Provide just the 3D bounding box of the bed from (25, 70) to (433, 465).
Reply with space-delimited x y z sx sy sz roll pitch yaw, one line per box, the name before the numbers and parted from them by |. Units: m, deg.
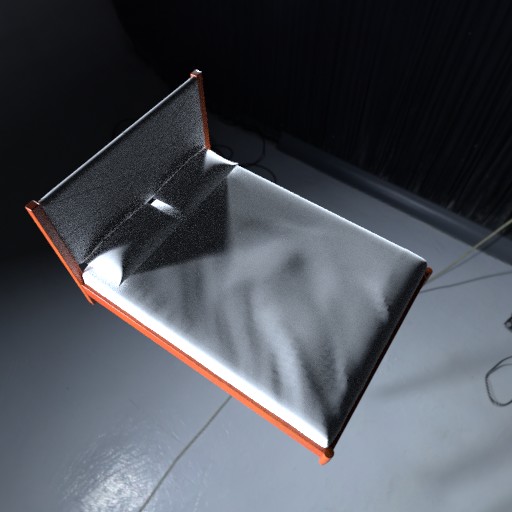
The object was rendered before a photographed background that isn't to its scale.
bed | 0.000 0.000 3.024 2.117 1.165 1.566 30 61 18
